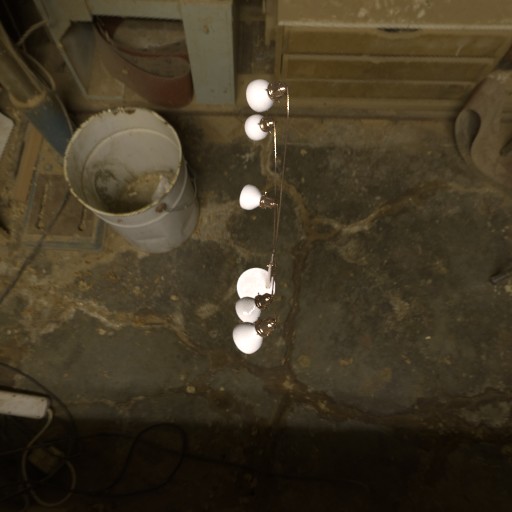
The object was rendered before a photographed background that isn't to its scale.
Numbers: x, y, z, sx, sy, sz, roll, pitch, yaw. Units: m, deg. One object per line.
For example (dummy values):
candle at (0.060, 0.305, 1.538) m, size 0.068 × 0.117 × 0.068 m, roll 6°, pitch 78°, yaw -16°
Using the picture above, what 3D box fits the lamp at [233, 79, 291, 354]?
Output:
lamp at (0.000, 0.000, 3.030) m, size 0.361 × 2.423 × 1.405 m, roll 3°, pitch 74°, yaw 1°
